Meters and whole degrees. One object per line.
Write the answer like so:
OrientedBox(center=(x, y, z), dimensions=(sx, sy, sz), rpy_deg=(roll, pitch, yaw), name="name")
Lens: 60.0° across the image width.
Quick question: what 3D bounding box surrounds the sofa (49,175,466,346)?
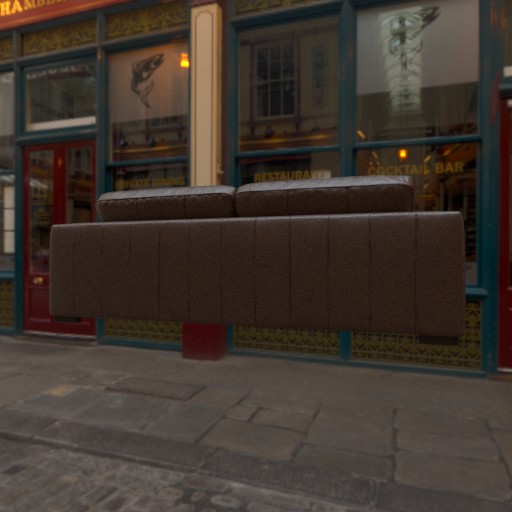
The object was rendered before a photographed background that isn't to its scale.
OrientedBox(center=(0.000, 0.000, 2.751), dimensions=(2.262, 0.801, 1.070), rpy_deg=(0, -1, 20), name="sofa")
